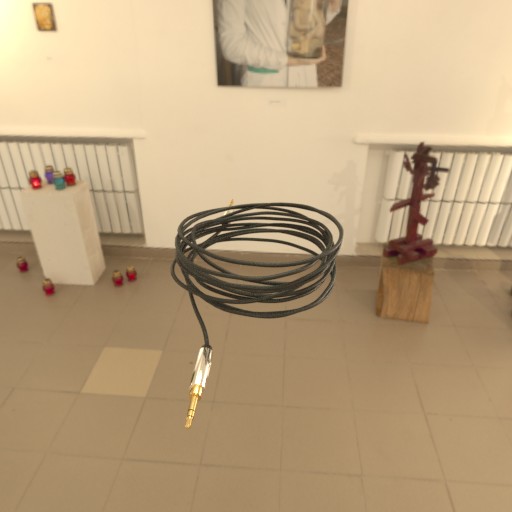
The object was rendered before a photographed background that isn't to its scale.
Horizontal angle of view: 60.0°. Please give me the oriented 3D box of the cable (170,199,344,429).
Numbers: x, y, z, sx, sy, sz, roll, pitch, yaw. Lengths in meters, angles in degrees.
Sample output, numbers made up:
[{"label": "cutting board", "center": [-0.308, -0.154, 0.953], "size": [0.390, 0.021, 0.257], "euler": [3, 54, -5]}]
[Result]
[{"label": "cable", "center": [0.000, 0.000, 0.507], "size": [0.198, 0.069, 0.432], "euler": [2, 31, 4]}]
